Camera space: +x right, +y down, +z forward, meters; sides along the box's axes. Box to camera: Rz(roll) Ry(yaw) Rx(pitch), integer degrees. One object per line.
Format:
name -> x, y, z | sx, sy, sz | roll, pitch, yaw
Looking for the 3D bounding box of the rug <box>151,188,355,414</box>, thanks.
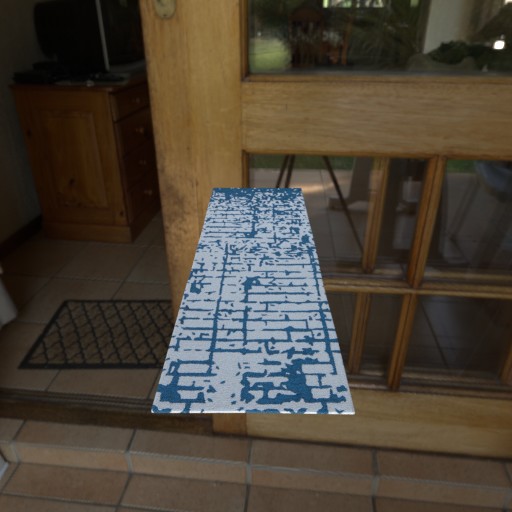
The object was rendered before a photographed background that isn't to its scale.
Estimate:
rug -> 0.000, 0.000, 2.698 | 0.750, 0.011, 2.435 | 0, 28, 0
